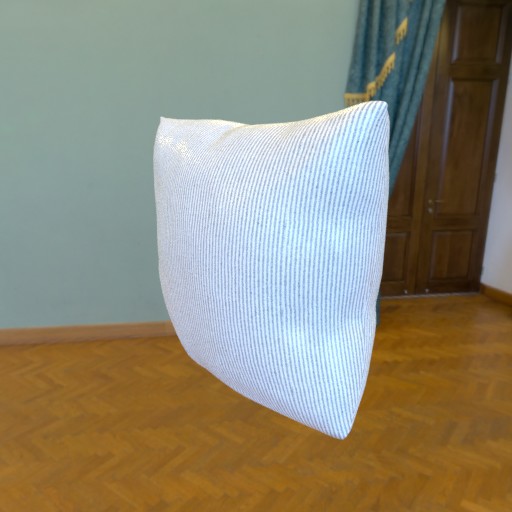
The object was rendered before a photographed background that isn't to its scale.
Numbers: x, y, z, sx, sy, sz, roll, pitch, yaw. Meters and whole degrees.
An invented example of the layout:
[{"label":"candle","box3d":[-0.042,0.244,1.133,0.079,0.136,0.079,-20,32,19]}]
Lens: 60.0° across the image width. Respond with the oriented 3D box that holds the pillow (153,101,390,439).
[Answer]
[{"label":"pillow","box3d":[0.000,0.000,0.689,0.310,0.432,0.387,-2,15,-9]}]
